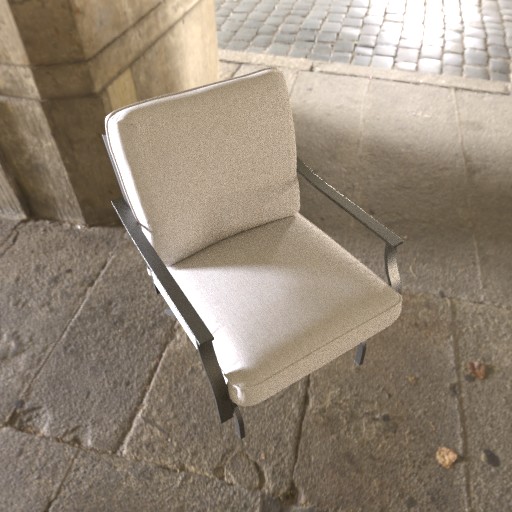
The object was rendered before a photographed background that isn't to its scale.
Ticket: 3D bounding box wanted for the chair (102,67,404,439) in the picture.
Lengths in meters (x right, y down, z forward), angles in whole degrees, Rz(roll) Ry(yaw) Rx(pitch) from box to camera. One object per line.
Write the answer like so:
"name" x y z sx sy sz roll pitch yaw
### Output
"chair" 0.000 0.000 1.404 0.650 0.860 0.787 -24 51 -21
